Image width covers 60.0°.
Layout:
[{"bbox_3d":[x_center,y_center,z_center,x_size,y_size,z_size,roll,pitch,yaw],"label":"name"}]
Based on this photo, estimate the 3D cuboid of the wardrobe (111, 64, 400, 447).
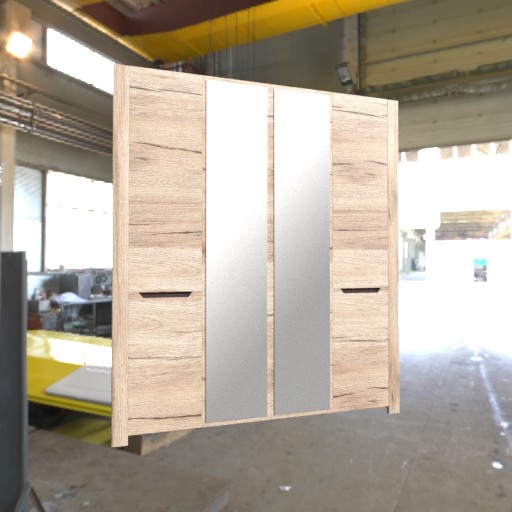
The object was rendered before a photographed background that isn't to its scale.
[{"bbox_3d":[0.000,0.000,2.934,1.810,2.070,0.580,0,-1,-18],"label":"wardrobe"}]
